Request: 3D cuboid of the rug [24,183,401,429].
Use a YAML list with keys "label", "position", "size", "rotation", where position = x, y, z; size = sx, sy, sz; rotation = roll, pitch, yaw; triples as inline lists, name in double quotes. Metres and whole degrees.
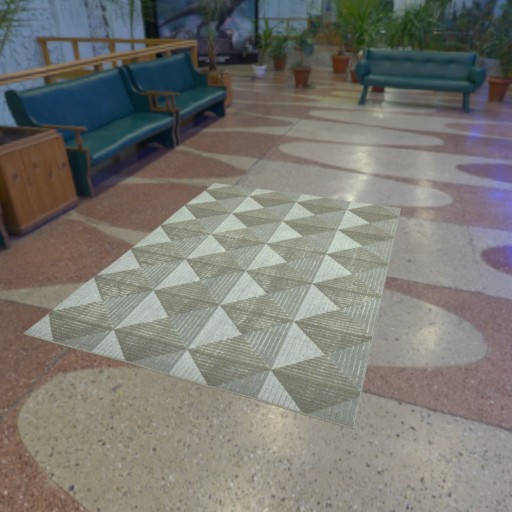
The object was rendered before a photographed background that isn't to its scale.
- label: "rug"
  position: [0.000, 0.000, 4.254]
  size: [2.428, 0.027, 3.333]
  rotation: [10, 31, 18]
